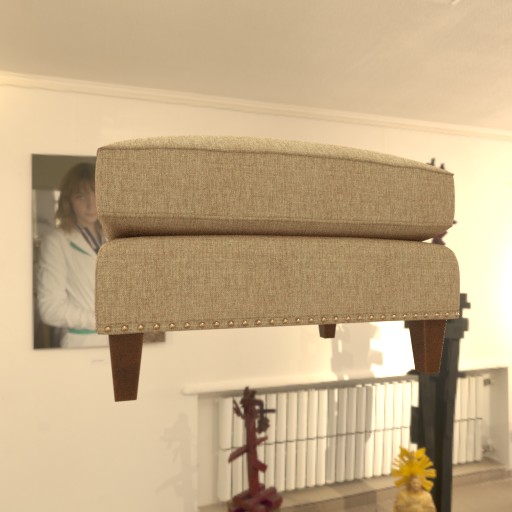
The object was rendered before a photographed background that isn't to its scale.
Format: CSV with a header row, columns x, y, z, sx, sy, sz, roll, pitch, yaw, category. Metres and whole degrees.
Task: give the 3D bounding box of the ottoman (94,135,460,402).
x,y,z,sx,sy,sz,roll,pitch,yaw,category
0.000,0.000,1.108,0.741,0.513,0.584,0,-1,-18,ottoman
